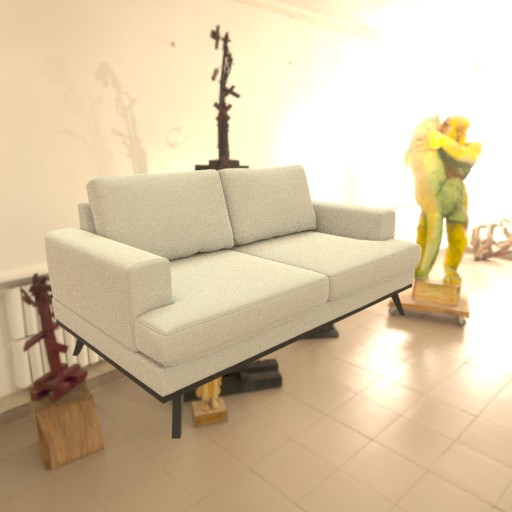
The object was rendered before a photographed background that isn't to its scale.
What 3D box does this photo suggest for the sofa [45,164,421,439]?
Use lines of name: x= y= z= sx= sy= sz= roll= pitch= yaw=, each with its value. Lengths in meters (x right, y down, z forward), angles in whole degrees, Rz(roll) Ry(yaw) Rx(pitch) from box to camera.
sofa: x=0.000 y=0.000 z=2.162 sx=1.650 sy=0.810 sz=0.920 roll=-14 pitch=20 yaw=-42
